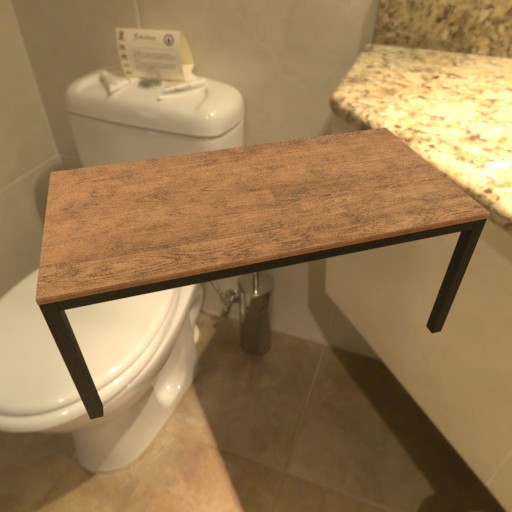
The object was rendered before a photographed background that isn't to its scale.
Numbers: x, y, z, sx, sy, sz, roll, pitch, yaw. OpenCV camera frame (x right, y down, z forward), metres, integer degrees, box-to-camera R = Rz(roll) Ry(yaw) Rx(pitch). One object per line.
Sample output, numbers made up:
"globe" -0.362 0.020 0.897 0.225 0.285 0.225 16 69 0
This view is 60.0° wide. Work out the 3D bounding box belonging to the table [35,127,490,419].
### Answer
"table" 0.000 0.000 2.254 1.805 0.767 0.893 -11 41 -13
